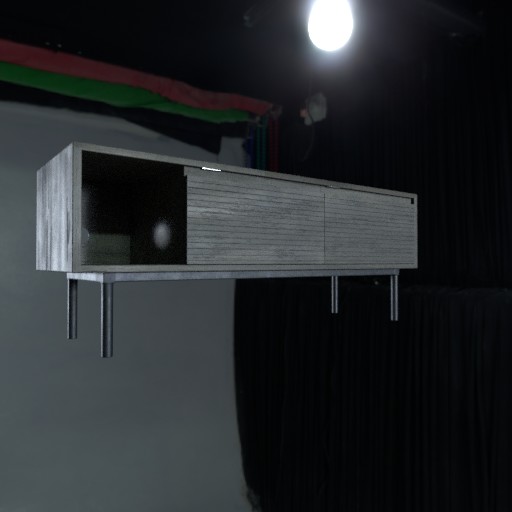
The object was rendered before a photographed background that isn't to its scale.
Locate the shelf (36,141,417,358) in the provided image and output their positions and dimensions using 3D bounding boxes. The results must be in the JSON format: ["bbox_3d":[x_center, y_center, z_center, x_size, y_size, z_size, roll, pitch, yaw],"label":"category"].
[{"bbox_3d":[0.000,0.000,1.520,1.300,0.495,0.400,1,-1,-37],"label":"shelf"}]
